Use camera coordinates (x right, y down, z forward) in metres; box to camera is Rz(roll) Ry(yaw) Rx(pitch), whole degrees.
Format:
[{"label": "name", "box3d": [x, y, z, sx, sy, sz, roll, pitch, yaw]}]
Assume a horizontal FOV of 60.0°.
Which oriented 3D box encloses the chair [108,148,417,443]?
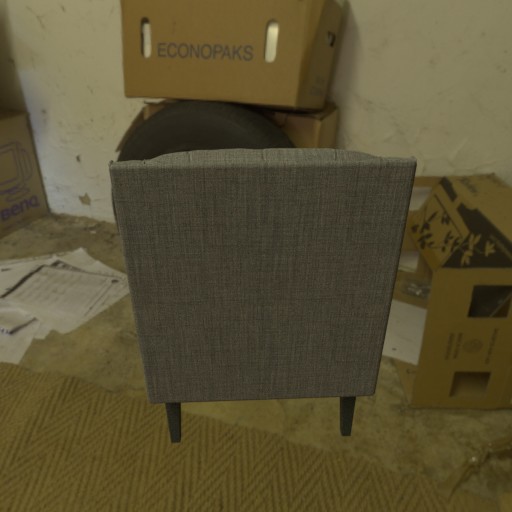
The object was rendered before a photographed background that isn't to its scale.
[{"label": "chair", "box3d": [0.000, 0.000, 1.436, 0.655, 0.891, 0.771, -1, 30, -2]}]
